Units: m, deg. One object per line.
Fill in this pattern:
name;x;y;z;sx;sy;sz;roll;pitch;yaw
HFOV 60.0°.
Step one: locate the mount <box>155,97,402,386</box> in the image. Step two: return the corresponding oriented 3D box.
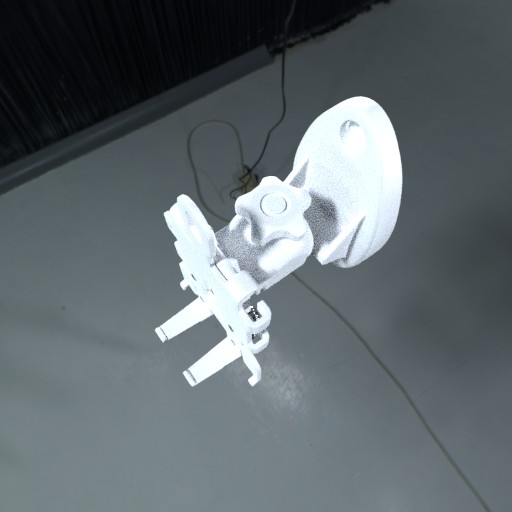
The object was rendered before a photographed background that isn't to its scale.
mount;0.000;0.000;0.181;0.100;0.118;0.066;-33;69;-15
